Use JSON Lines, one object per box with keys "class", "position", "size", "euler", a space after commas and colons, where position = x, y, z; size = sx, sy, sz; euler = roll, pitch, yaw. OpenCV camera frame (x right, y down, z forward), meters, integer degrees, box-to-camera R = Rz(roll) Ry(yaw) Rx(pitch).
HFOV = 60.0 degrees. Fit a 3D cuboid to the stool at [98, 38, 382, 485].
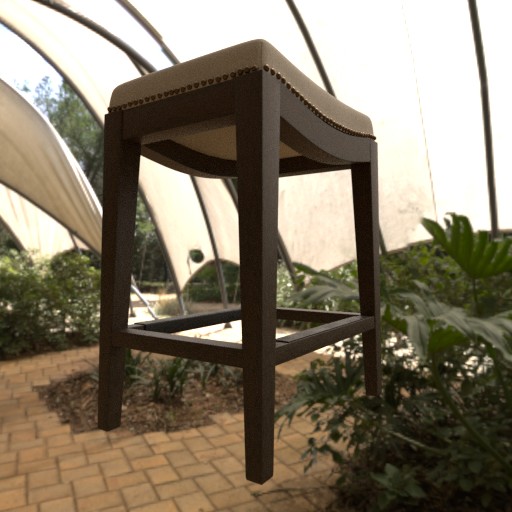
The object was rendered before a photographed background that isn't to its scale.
{"class": "stool", "position": [0.000, 0.000, 0.915], "size": [0.361, 0.642, 0.500], "euler": [0, 0, 34]}
